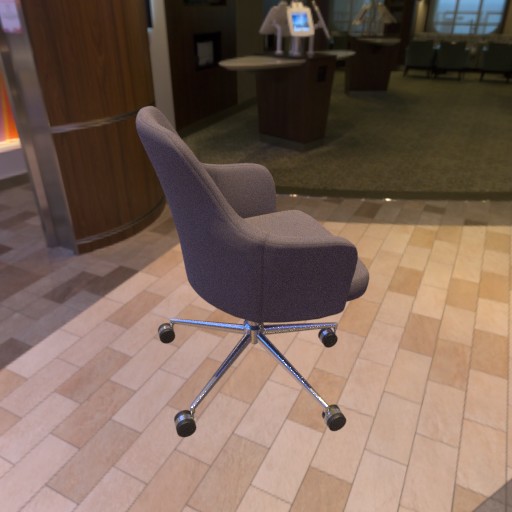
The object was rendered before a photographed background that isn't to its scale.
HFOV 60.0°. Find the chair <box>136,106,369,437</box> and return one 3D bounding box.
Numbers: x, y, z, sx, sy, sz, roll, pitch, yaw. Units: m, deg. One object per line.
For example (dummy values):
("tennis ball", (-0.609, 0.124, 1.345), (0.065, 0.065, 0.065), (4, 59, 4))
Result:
("chair", (0.000, 0.000, 1.266), (0.600, 0.820, 0.655), (-10, 31, -17))
